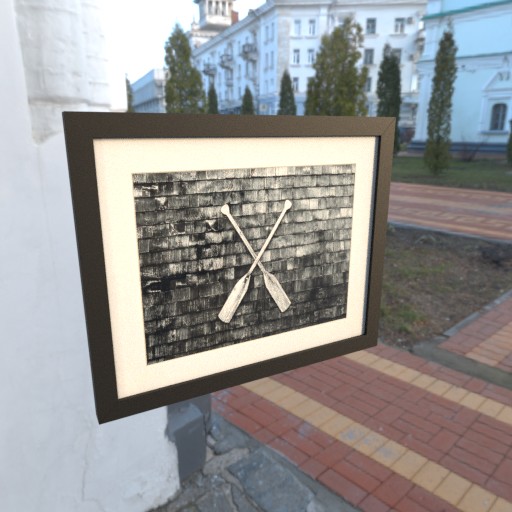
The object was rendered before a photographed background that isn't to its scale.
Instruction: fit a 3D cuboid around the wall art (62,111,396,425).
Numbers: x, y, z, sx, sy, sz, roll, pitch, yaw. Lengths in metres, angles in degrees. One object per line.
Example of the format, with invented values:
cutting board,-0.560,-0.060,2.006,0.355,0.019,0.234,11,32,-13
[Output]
wall art,0.000,0.000,0.753,0.558,0.457,0.029,-8,18,-27
